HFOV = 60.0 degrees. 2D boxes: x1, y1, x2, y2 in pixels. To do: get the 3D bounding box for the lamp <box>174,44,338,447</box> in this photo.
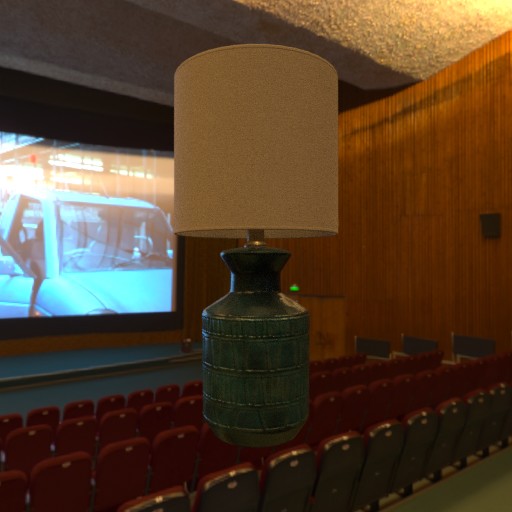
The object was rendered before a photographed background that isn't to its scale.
[{"bbox_3d":[0.000,0.000,0.580,0.211,0.455,0.211,0,-1,-37],"label":"lamp"}]
